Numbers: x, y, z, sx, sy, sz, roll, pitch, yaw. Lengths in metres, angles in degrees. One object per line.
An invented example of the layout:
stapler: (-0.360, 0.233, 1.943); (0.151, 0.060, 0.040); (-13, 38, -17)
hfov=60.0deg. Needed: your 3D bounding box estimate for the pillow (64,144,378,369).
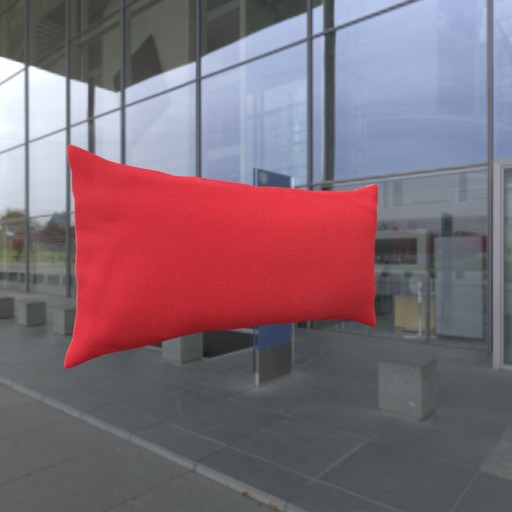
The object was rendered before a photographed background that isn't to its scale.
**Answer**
pillow: (0.000, 0.000, 0.749); (0.608, 0.297, 0.151); (0, 0, -35)
